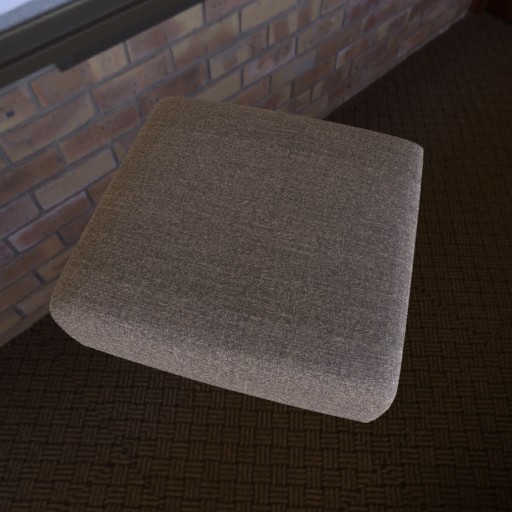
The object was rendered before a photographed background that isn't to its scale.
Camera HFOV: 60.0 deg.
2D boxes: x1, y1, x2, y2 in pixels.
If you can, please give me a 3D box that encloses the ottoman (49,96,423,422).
[{"bbox_3d":[0.000,0.000,1.067,0.655,0.399,0.648,13,60,8],"label":"ottoman"}]
